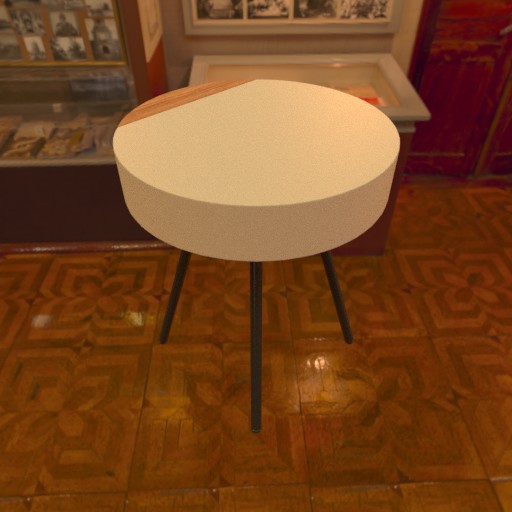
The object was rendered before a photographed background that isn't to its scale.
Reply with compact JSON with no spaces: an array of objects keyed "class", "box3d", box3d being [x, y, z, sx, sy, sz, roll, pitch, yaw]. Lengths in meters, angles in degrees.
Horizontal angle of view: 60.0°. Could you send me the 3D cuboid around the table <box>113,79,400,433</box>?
[{"class":"table","box3d":[0.000,0.000,0.857,0.450,0.525,0.450,0,40,0]}]
